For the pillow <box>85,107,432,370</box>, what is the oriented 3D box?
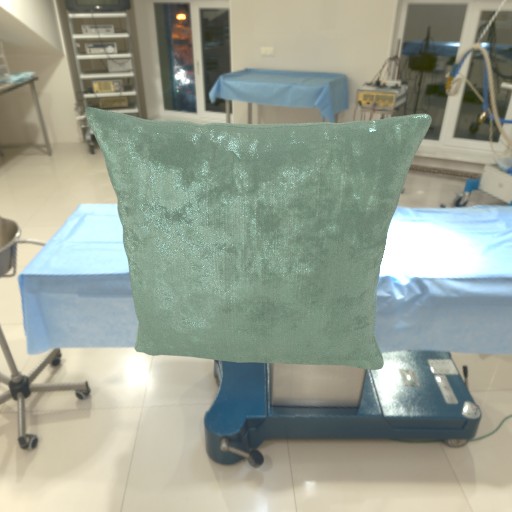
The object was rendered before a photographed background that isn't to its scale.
[{"bbox_3d":[0.000,0.000,0.716,0.470,0.464,0.175,2,31,3],"label":"pillow"}]
